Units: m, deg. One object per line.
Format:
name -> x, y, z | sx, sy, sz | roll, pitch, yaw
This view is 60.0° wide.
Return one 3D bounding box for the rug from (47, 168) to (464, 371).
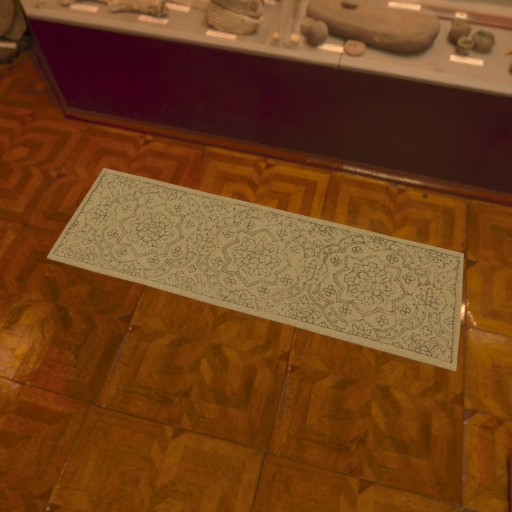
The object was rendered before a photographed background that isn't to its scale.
rug -> 0.000, 0.000, 2.714 | 2.448, 0.012, 0.769 | 14, 60, 9
